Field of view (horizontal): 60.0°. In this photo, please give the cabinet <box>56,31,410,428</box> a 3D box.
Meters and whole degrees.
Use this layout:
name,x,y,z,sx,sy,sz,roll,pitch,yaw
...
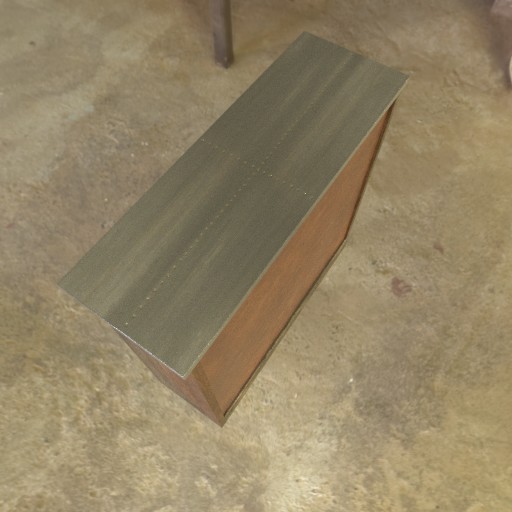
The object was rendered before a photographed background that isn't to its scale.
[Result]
name,x,y,z,sx,sy,sz,roll,pitch,yaw
cabinet,0.000,0.000,1.453,0.338,0.919,0.968,31,66,15
